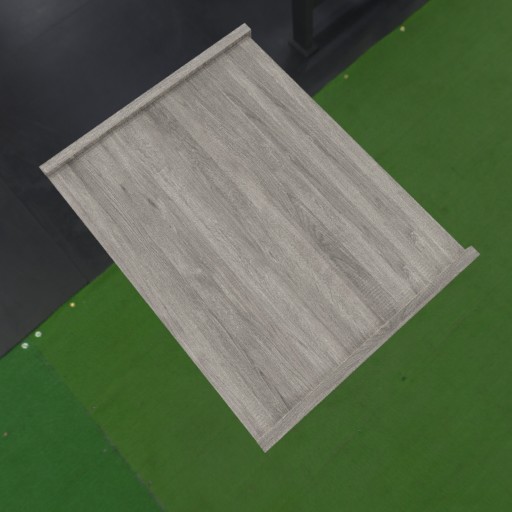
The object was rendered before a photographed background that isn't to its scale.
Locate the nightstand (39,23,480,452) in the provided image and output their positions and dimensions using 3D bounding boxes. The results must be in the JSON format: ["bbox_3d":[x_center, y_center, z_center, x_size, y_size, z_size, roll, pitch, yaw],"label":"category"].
[{"bbox_3d":[0.000,0.000,0.839,0.380,0.500,0.480,-39,78,-10],"label":"nightstand"}]
